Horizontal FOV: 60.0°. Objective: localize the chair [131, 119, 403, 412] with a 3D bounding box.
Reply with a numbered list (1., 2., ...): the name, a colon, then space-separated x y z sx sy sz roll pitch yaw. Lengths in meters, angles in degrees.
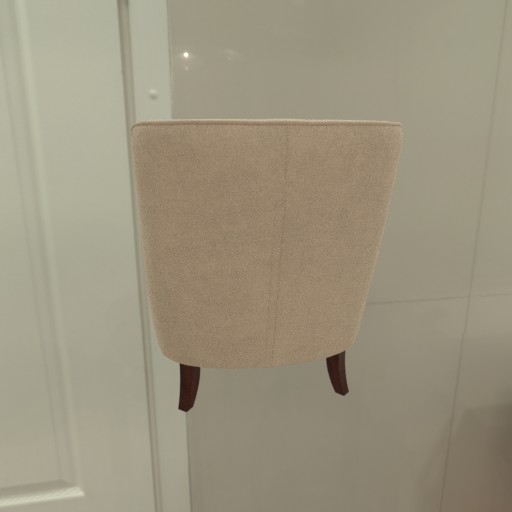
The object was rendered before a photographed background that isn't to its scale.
1. chair: 0.000 0.000 1.599 0.781 0.920 0.910 -3 15 -10
